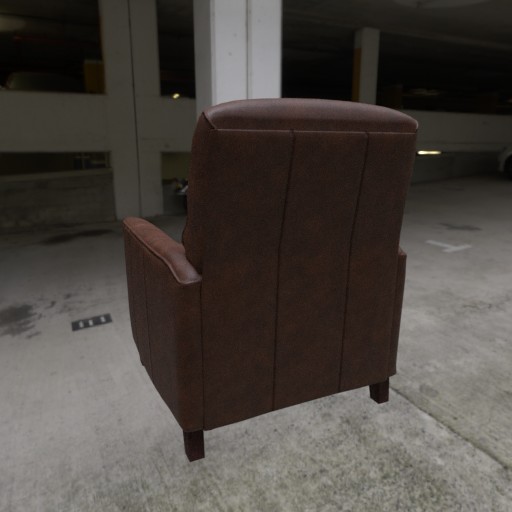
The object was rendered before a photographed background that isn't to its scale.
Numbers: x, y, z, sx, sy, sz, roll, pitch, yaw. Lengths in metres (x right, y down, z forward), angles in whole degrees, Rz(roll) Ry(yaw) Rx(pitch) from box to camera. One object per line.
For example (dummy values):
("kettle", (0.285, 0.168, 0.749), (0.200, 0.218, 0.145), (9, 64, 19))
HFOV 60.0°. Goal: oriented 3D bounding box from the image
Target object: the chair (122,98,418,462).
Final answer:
("chair", (0.000, 0.000, 1.610), (0.839, 1.010, 0.850), (-6, 15, -25))
